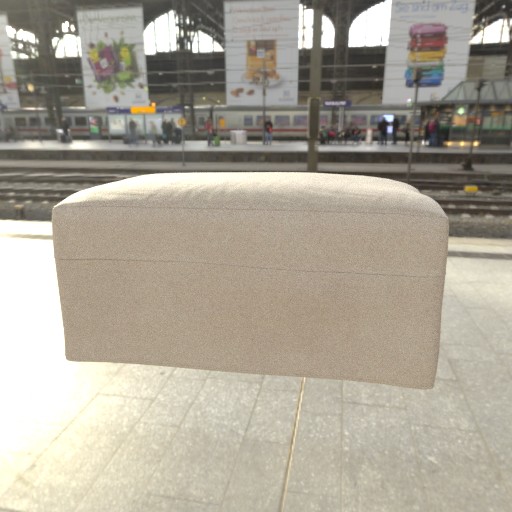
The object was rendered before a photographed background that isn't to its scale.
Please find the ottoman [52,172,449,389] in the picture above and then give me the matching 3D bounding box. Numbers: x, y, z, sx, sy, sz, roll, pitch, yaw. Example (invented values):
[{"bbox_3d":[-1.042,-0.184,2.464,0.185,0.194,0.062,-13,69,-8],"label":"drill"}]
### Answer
[{"bbox_3d":[0.000,0.000,1.214,0.872,0.444,0.590,2,16,8],"label":"ottoman"}]
